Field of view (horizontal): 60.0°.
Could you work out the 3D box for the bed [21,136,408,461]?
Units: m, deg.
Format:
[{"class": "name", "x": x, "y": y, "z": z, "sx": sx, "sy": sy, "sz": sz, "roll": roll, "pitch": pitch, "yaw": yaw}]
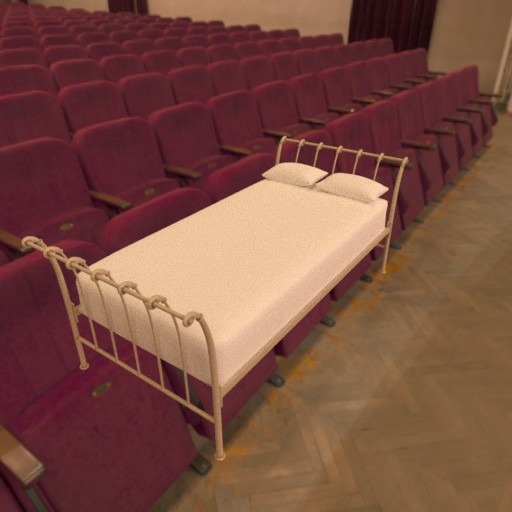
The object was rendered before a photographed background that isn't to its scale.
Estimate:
[{"class": "bed", "x": 0.000, "y": 0.000, "z": 2.723, "sx": 1.032, "sy": 0.873, "sz": 2.228, "roll": 19, "pitch": 35, "yaw": 30}]
